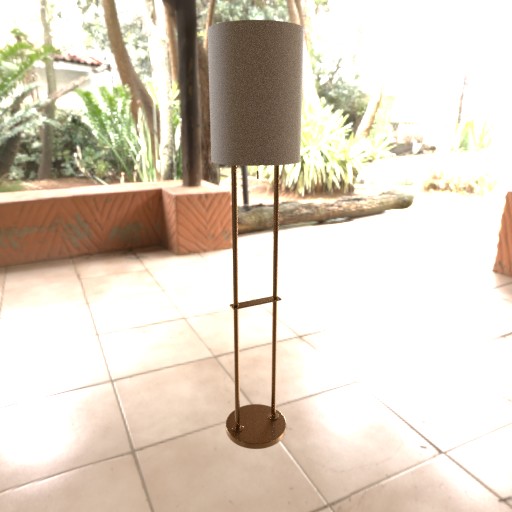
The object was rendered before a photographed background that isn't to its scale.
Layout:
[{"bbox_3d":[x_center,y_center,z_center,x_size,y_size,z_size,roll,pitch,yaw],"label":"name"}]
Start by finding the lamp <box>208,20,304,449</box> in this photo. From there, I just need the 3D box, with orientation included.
[{"bbox_3d":[0.000,0.000,1.626,0.306,1.500,0.305,-9,19,-26],"label":"lamp"}]
